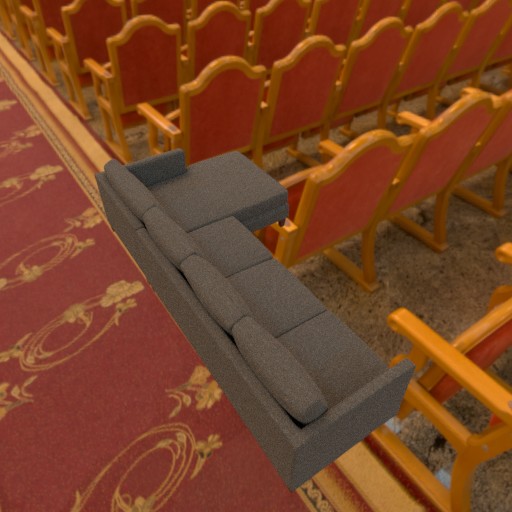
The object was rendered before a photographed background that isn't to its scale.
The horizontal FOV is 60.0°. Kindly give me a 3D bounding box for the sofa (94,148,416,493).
[{"bbox_3d":[0.000,0.000,3.760,1.625,0.846,3.186,-25,48,-24],"label":"sofa"}]
